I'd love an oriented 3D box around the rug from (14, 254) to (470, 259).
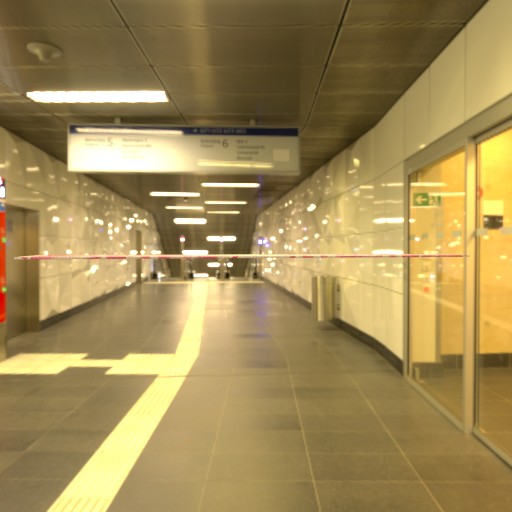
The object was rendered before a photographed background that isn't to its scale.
[{"bbox_3d":[0.000,0.000,2.634,2.458,0.011,0.787,0,1,-19],"label":"rug"}]
